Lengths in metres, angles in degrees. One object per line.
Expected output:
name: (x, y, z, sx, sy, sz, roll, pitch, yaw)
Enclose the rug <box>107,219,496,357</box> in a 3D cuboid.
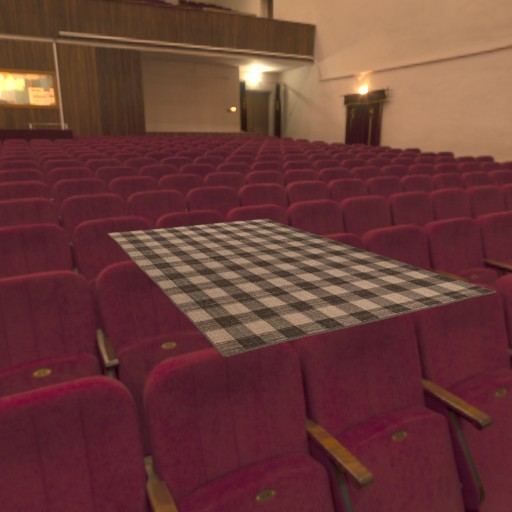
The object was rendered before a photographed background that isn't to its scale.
rug: (0.000, 0.000, 3.030, 1.554, 0.011, 2.476, -8, 17, -27)
